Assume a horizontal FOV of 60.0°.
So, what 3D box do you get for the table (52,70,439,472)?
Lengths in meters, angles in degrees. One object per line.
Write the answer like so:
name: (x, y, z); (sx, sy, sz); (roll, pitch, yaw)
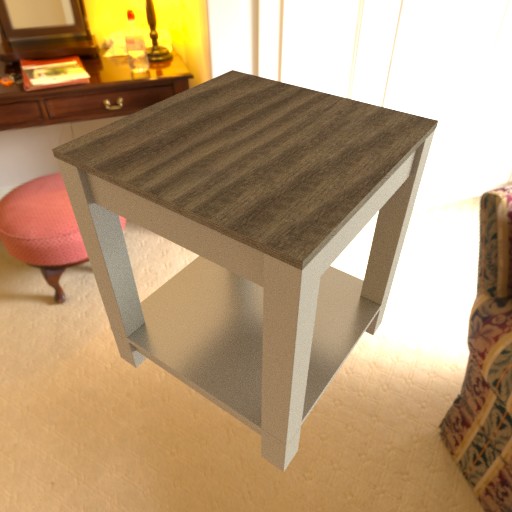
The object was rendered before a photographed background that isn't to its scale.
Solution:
table: (0.000, 0.000, 1.001); (0.504, 0.587, 0.506); (25, 47, 26)
